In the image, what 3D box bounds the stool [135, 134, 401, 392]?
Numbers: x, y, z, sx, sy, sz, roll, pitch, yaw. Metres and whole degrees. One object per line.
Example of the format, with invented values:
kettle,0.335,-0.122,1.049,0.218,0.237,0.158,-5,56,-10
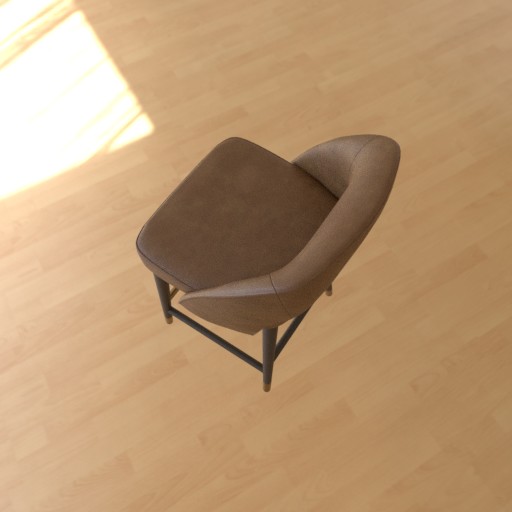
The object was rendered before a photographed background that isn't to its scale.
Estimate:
stool,0.000,0.000,1.235,0.509,0.940,0.494,32,68,14
